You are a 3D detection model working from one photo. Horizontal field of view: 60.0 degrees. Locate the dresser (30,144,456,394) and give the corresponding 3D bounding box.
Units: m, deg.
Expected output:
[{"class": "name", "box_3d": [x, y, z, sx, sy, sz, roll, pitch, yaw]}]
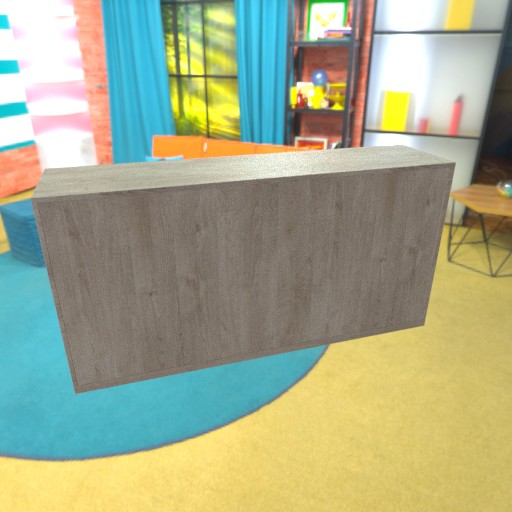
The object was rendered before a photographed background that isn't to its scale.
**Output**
[{"class": "dresser", "box_3d": [0.000, 0.000, 1.927, 1.590, 0.795, 0.390, -8, 27, -16]}]
